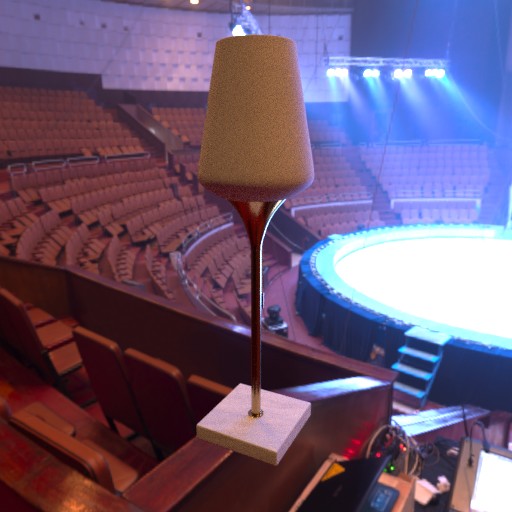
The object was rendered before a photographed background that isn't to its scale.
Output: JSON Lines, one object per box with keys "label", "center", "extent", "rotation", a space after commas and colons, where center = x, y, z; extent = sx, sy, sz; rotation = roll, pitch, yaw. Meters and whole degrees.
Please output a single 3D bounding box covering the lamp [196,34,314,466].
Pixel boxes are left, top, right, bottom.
{"label": "lamp", "center": [0.000, 0.000, 0.725], "extent": [0.181, 0.639, 0.181], "rotation": [7, 16, 26]}
